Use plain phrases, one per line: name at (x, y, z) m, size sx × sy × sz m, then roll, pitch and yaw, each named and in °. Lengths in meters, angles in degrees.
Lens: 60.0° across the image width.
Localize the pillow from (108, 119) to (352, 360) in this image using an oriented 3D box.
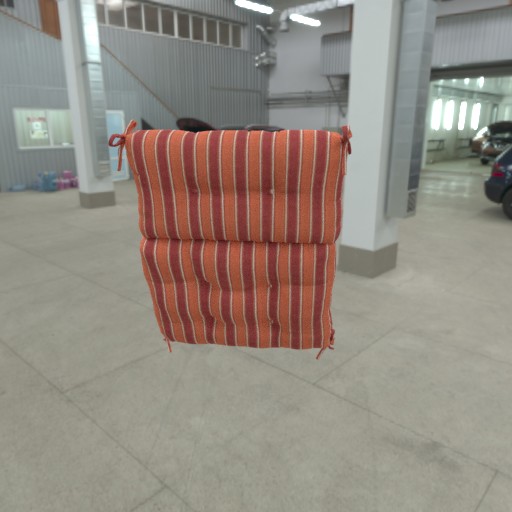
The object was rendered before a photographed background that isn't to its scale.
pillow at (0.000, 0.000, 1.483) m, size 0.526 × 0.863 × 1.016 m, roll 2°, pitch 17°, yaw 7°
